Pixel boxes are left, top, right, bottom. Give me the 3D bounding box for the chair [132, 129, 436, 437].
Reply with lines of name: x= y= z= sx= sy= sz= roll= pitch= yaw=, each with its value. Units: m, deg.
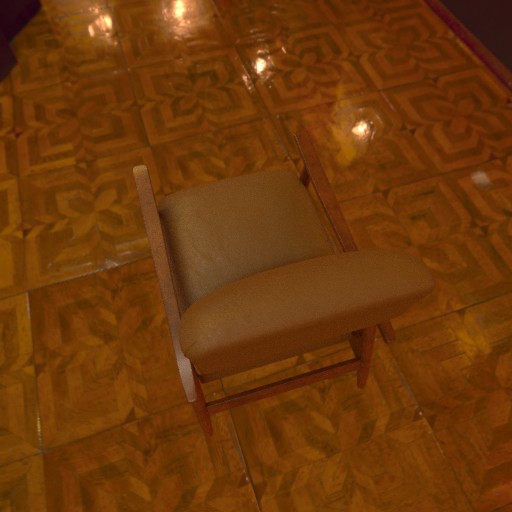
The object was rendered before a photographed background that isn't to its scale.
chair: x=0.000 y=0.000 z=1.701 sx=0.762 sy=1.082 sz=1.014 roll=-14 pitch=60 yaw=-8
